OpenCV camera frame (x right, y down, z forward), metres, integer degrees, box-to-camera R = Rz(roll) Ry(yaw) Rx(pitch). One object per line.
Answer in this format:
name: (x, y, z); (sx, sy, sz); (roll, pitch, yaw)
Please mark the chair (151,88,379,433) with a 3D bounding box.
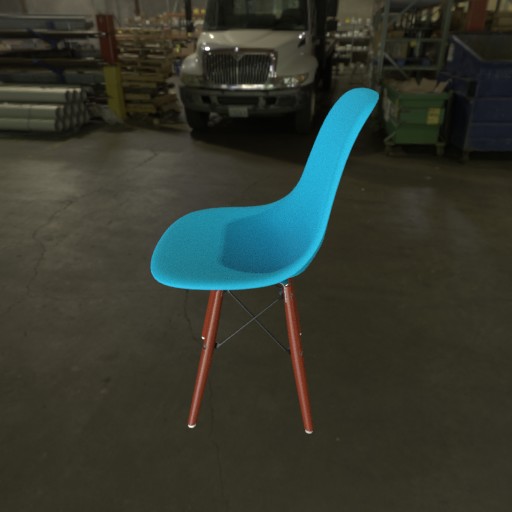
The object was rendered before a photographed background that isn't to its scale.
chair: (0.000, 0.000, 1.175); (0.533, 0.826, 0.470); (-1, 27, -1)
